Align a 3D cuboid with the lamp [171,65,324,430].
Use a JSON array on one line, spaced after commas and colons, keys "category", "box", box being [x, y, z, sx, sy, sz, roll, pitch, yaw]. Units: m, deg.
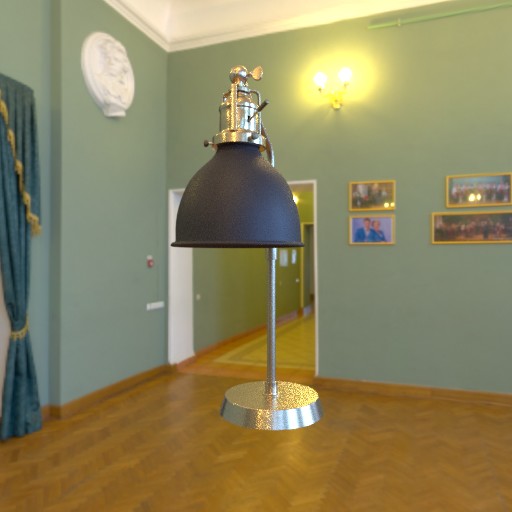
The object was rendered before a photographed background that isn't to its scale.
[{"category": "lamp", "box": [0.000, 0.000, 0.594, 0.160, 0.456, 0.291, 0, 0, 19]}]
